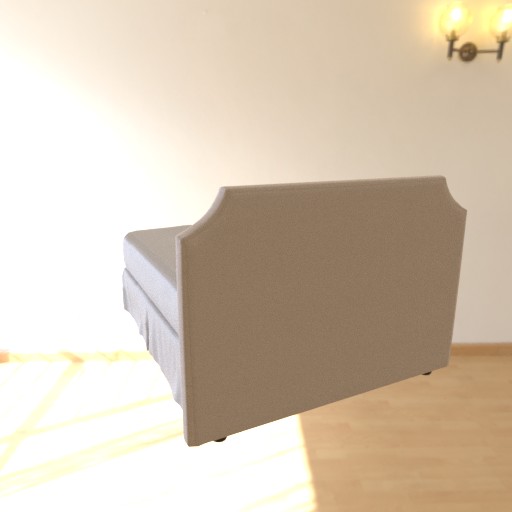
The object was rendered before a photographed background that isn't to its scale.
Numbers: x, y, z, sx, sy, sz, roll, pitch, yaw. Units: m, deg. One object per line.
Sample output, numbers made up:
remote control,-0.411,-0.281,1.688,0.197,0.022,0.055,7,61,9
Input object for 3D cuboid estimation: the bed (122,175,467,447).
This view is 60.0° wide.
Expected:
bed,0.000,0.000,3.326,1.828,1.297,2.164,-7,17,-26
